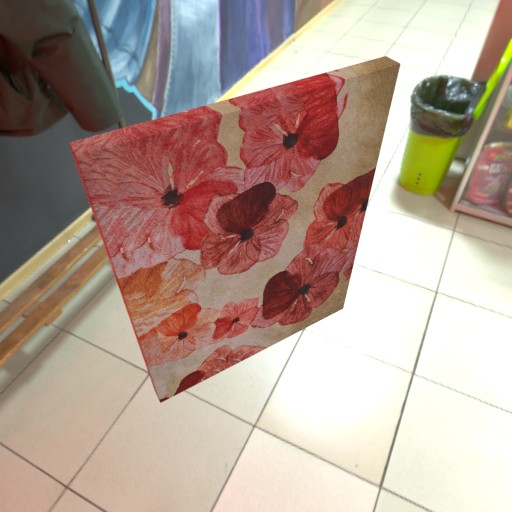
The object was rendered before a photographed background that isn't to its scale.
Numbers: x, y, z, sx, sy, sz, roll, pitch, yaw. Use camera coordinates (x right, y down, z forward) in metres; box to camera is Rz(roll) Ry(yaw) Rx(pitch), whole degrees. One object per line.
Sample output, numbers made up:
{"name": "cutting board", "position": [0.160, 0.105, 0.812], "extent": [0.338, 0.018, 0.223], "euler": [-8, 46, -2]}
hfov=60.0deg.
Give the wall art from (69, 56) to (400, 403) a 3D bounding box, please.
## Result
{"name": "wall art", "position": [0.000, 0.000, 0.676], "extent": [0.406, 0.508, 0.028], "euler": [-23, 50, -21]}
